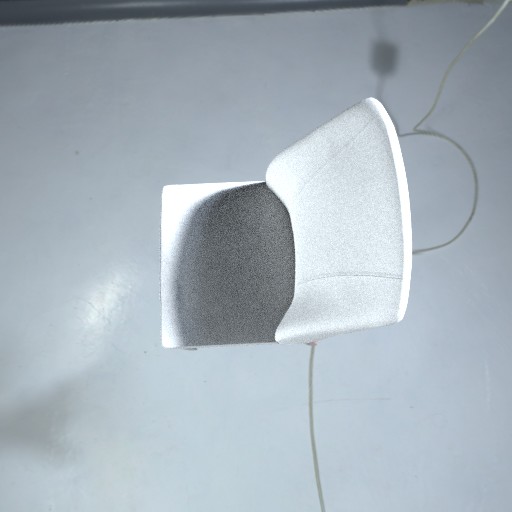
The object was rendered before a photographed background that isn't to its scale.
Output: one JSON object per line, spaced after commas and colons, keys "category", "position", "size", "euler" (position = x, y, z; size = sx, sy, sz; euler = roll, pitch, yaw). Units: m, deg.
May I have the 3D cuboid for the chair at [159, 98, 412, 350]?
{"category": "chair", "position": [0.000, 0.000, 1.209], "size": [0.540, 0.893, 0.472], "euler": [-3, 75, -1]}
